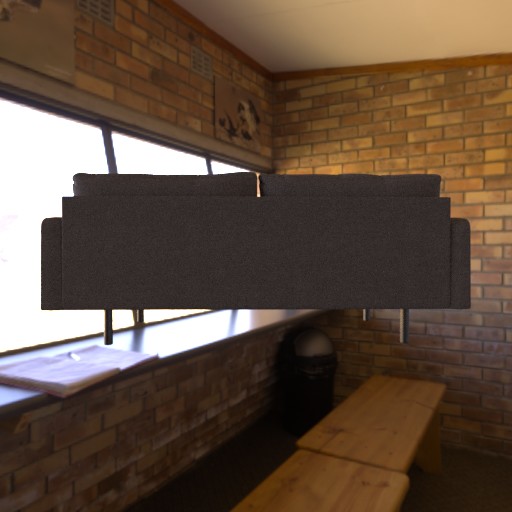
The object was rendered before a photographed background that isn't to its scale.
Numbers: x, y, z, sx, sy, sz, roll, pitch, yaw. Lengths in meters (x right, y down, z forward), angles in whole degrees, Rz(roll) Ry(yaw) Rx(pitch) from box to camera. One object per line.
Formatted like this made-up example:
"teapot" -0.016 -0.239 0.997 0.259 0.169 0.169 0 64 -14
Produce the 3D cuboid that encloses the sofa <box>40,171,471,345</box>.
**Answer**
"sofa" 0.000 0.000 2.587 2.100 0.880 0.880 0 1 -2
